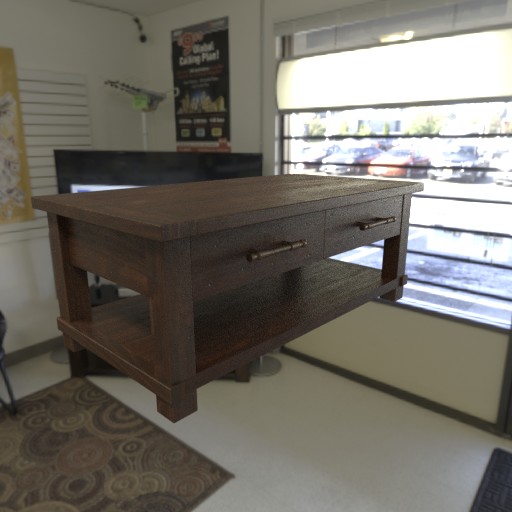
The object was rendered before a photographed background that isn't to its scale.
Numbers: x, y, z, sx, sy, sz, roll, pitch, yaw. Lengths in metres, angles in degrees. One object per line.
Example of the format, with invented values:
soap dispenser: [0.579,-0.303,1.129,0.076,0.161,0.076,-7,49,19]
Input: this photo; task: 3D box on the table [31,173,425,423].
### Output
table: [0.000,0.000,1.626,0.700,0.494,1.270,14,20,42]
